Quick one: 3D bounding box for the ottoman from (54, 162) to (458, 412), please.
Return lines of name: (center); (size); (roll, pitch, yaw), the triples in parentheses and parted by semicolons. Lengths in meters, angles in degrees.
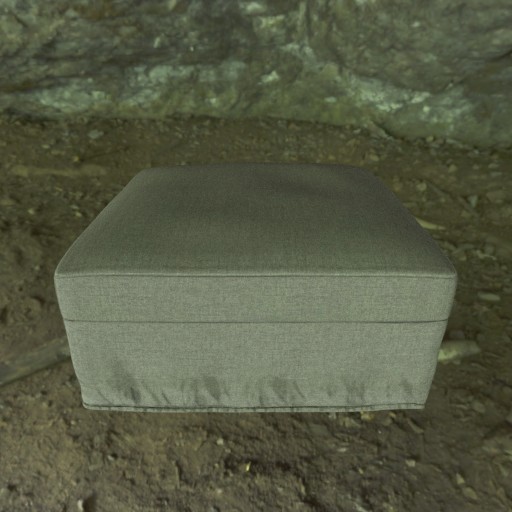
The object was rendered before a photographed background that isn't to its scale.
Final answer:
ottoman: (0.000, 0.000, 1.319); (0.843, 0.436, 0.840); (0, 26, 0)
